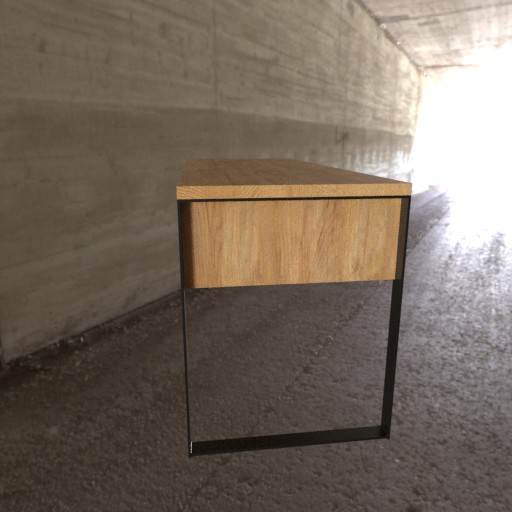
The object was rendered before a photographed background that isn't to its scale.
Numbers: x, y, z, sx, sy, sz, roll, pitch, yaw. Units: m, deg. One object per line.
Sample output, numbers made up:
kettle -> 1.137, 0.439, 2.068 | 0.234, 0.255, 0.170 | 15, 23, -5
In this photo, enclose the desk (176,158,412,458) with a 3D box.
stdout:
desk -> 0.000, 0.000, 1.918 | 0.600, 0.760, 1.520 | -2, 15, -7
